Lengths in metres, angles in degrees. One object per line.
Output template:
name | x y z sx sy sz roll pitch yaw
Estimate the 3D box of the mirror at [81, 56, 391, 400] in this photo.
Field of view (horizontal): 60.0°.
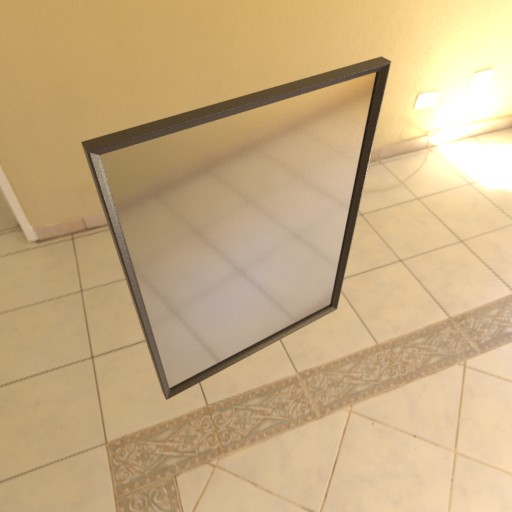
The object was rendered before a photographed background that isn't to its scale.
mirror | 0.000 0.000 1.339 0.762 1.016 0.041 -24 51 -21
